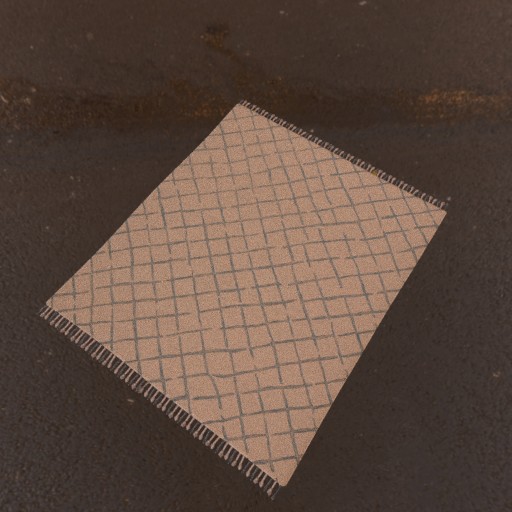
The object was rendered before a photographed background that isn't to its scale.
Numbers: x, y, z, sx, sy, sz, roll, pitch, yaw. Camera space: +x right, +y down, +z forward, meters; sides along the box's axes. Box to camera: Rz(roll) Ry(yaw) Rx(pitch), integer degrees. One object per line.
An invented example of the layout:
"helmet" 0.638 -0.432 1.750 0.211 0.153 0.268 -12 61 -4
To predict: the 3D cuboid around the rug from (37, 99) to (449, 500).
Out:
"rug" 0.000 0.000 4.722 2.892 0.036 3.585 32 68 15
